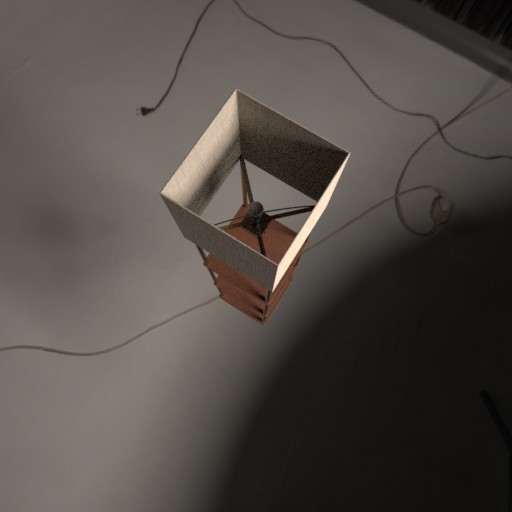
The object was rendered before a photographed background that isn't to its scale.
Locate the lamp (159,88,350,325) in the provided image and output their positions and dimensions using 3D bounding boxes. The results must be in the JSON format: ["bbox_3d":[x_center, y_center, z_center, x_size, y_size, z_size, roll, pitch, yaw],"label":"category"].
[{"bbox_3d":[0.000,0.000,1.746,0.308,1.569,0.310,32,78,7],"label":"lamp"}]
